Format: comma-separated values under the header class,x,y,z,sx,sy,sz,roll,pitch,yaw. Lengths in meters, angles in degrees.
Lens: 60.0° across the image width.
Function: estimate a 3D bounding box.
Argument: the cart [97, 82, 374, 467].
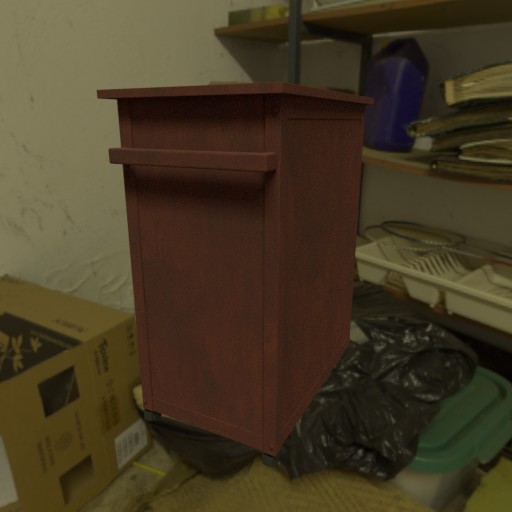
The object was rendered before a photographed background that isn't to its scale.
class,x,y,z,sx,sy,sz,roll,pitch,yaw
cart,0.000,0.000,1.261,0.442,0.864,0.683,9,19,26
